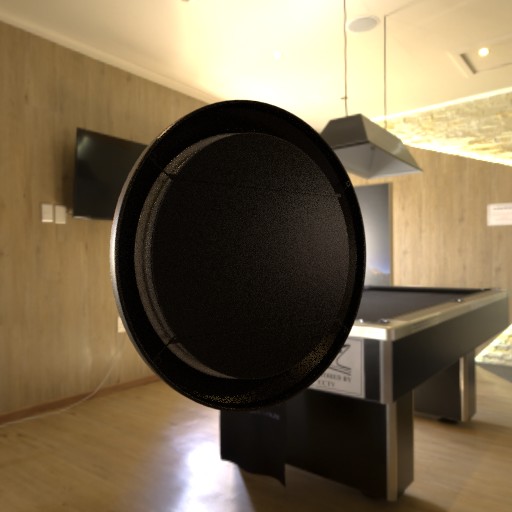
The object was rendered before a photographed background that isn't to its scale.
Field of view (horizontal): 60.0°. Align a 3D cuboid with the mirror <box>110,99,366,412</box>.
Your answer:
[{"bbox_3d":[0.000,0.000,1.354,0.907,0.907,0.111,0,0,-37],"label":"mirror"}]
